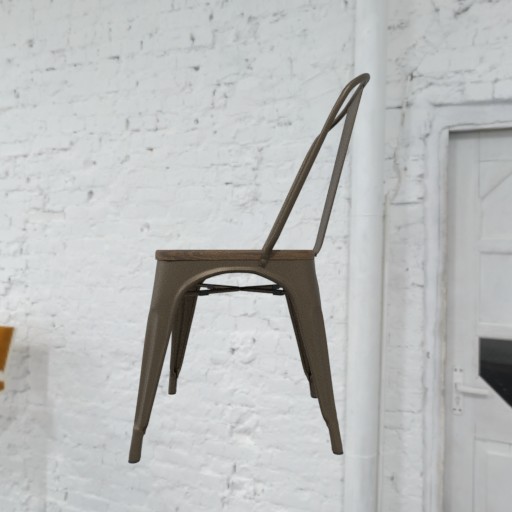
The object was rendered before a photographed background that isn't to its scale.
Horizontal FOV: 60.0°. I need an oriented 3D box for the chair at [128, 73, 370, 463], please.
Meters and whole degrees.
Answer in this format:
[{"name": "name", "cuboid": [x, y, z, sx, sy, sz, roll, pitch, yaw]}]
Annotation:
[{"name": "chair", "cuboid": [0.000, 0.000, 1.128, 0.532, 0.844, 0.451, 0, 1, 0]}]
